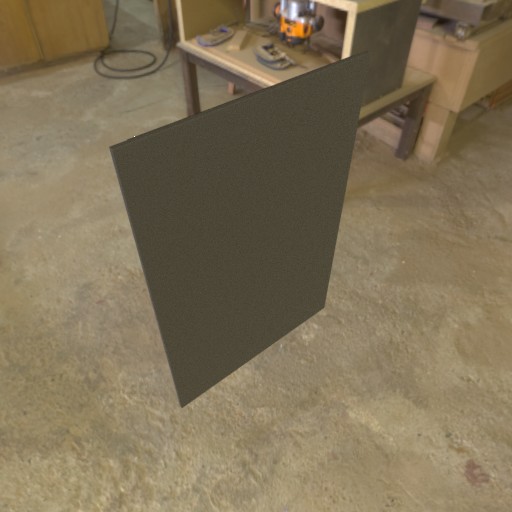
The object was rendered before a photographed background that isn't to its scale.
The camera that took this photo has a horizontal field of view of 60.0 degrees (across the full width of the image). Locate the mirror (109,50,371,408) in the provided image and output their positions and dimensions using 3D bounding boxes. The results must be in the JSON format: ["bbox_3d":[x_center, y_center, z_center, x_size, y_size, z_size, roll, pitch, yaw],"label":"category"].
[{"bbox_3d":[0.000,0.000,1.170,0.613,0.914,0.039,-30,53,-26],"label":"mirror"}]
